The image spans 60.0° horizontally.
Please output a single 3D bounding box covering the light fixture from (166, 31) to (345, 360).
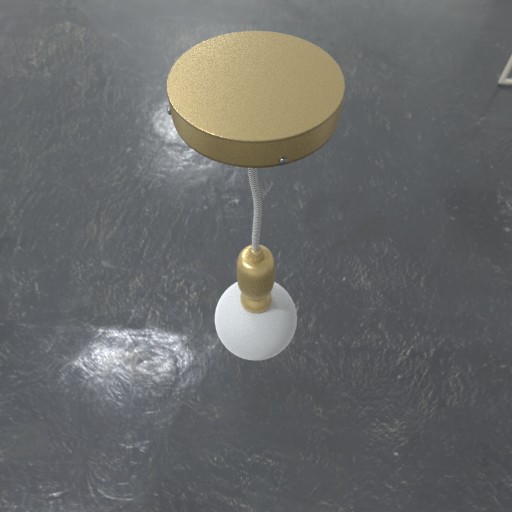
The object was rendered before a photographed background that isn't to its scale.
[{"bbox_3d":[0.000,0.000,0.569,0.147,0.510,0.146,-14,58,-9],"label":"light fixture"}]
